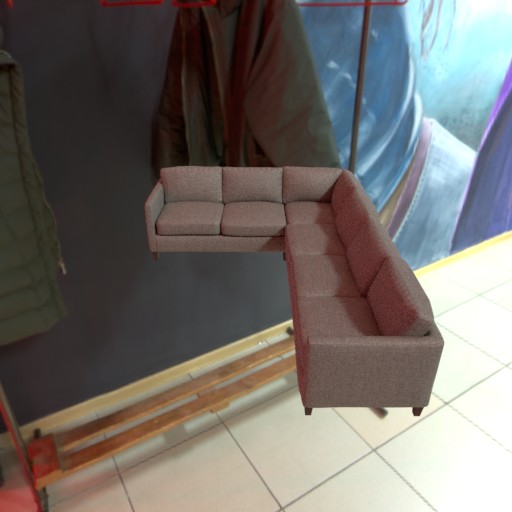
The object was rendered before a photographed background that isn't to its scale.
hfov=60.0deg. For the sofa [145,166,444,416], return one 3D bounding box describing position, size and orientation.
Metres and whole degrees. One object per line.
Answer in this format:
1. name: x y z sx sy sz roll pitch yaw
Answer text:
1. sofa: 0.000 0.000 4.451 2.593 0.947 3.302 0 29 1
